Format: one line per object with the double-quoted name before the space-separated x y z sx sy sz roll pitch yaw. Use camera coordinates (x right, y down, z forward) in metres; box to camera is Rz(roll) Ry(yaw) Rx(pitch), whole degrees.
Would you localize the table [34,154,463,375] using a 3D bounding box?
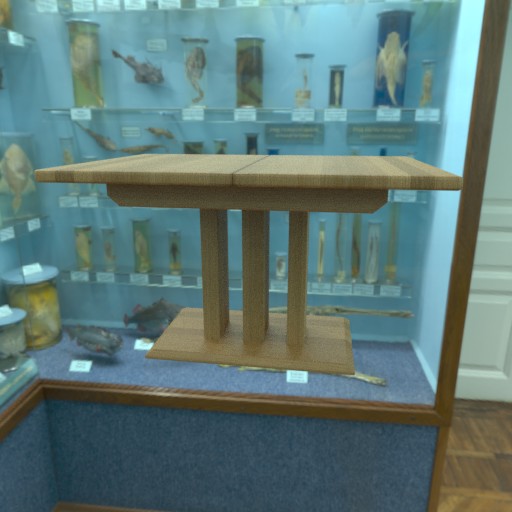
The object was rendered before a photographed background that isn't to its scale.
"table" 0.000 0.000 1.847 1.300 0.770 0.900 3 16 9
